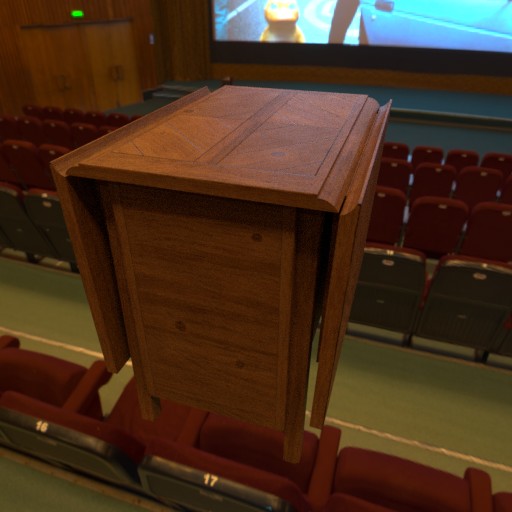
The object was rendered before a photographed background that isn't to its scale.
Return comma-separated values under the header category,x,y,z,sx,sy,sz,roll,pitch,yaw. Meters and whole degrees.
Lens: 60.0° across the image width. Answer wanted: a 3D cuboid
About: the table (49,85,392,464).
category,x,y,z,sx,sy,sz,roll,pitch,yaw
table,0.000,0.000,1.268,0.591,0.763,0.746,10,33,15
